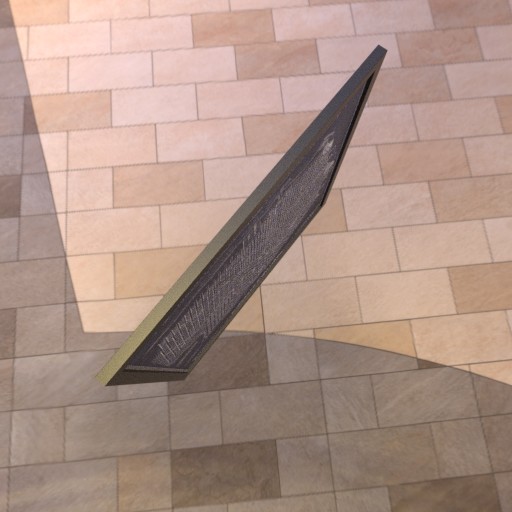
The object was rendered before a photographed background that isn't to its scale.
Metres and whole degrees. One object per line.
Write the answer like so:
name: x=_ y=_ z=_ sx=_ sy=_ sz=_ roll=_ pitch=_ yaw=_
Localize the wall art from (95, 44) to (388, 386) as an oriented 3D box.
wall art: x=0.000 y=0.000 z=1.180 sx=0.022 sy=0.807 sz=0.807 roll=37 pitch=78 yaw=9
